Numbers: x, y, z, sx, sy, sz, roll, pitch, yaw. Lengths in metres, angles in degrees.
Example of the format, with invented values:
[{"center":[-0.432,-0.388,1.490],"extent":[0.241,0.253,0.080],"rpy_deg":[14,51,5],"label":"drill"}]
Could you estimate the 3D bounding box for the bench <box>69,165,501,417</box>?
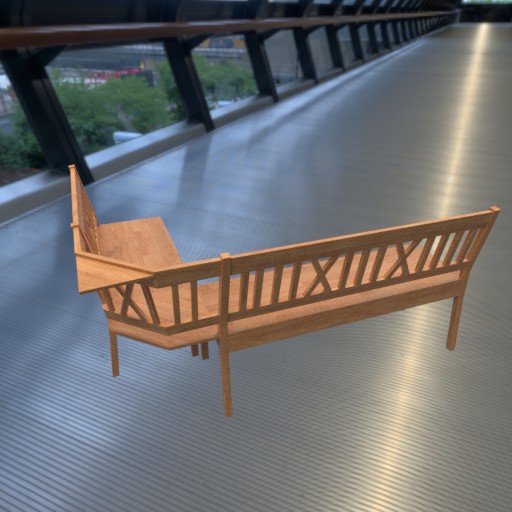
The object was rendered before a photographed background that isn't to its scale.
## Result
[{"center":[0.000,0.000,2.671],"extent":[1.937,0.902,1.537],"rpy_deg":[-10,29,-19],"label":"bench"}]
